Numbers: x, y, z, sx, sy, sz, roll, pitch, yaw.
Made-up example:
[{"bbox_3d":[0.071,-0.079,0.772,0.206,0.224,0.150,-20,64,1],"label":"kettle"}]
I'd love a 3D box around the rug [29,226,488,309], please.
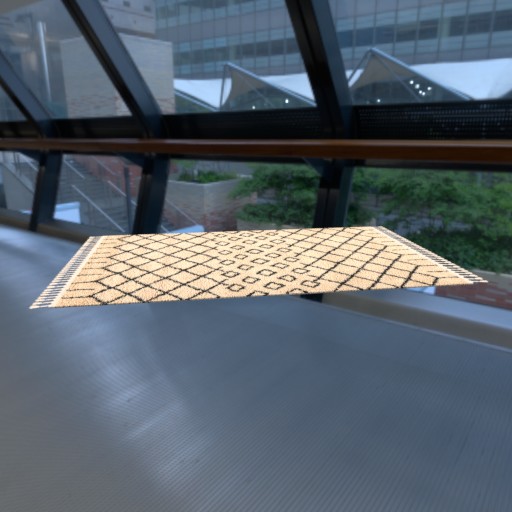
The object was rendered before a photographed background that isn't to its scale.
[{"bbox_3d":[0.000,0.000,2.469,2.006,0.008,1.196,-2,17,-8],"label":"rug"}]
